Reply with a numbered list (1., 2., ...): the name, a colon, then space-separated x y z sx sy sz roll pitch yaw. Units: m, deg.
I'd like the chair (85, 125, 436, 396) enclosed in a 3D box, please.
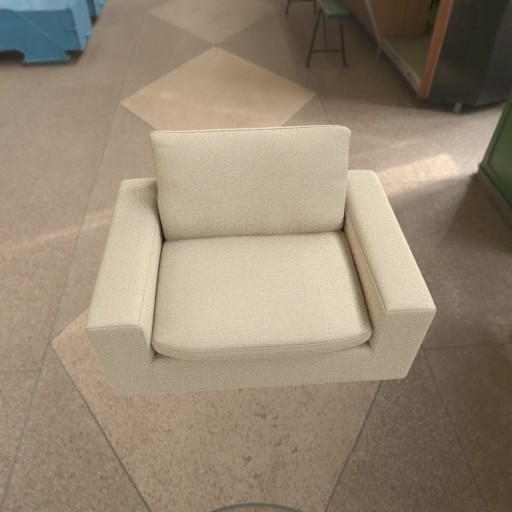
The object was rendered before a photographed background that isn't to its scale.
1. chair: 0.000 0.000 2.123 1.398 0.915 1.039 -3 45 -3
